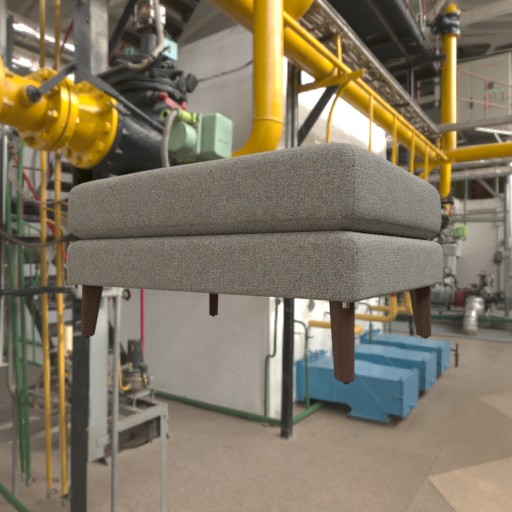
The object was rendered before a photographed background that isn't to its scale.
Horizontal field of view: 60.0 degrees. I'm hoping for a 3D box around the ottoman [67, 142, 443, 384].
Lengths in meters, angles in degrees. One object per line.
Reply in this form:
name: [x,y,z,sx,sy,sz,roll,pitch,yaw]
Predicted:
ottoman: [0.000,0.000,1.184,0.821,0.441,0.611,0,0,35]
